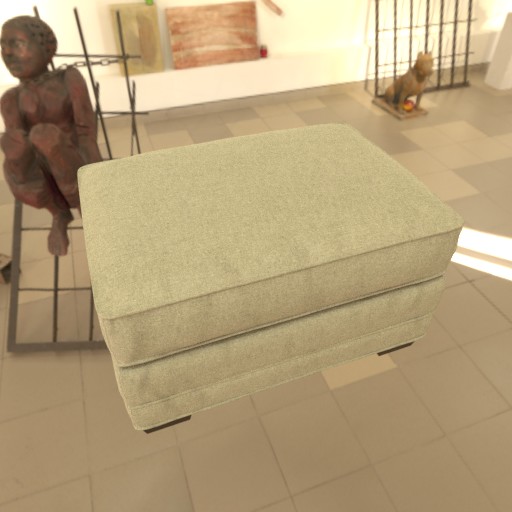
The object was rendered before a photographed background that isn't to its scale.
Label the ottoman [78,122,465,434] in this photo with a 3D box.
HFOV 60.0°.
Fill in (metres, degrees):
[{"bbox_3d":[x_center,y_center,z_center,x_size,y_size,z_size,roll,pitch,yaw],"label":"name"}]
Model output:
[{"bbox_3d":[0.000,0.000,1.237,0.848,0.508,0.611,-14,43,-15],"label":"ottoman"}]
